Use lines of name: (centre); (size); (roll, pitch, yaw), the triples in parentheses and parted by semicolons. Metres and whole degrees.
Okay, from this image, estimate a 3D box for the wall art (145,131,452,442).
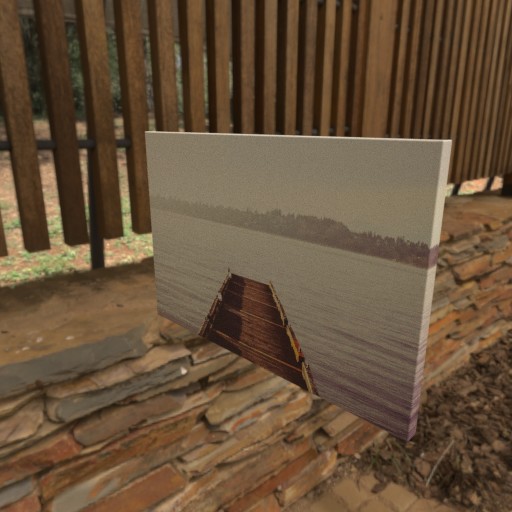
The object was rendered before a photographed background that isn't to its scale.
wall art: (0.000, 0.000, 1.151); (0.916, 0.609, 0.037); (16, 23, 42)
